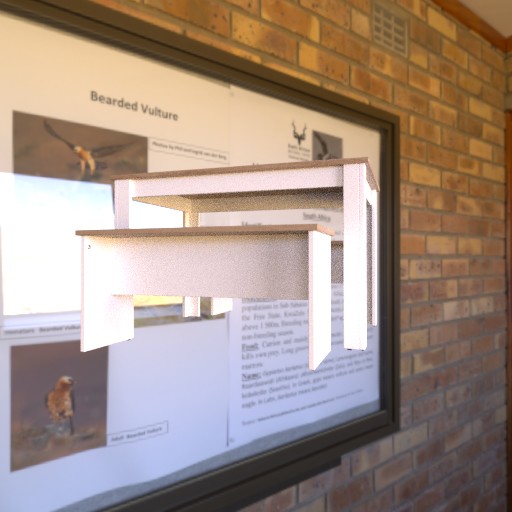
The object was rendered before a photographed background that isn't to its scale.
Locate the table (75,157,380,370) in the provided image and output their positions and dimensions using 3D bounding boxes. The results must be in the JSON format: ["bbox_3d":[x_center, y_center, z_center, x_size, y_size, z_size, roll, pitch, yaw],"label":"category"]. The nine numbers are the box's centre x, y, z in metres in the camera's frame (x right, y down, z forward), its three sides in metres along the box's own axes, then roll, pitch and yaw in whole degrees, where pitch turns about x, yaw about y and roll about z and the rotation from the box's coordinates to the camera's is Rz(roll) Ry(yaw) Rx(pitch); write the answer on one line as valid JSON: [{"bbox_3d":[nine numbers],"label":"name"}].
[{"bbox_3d":[0.000,0.000,2.110,1.100,0.700,1.443,0,-1,19],"label":"table"}]
